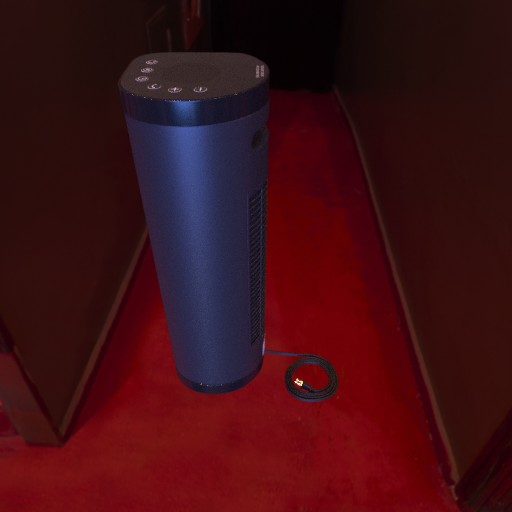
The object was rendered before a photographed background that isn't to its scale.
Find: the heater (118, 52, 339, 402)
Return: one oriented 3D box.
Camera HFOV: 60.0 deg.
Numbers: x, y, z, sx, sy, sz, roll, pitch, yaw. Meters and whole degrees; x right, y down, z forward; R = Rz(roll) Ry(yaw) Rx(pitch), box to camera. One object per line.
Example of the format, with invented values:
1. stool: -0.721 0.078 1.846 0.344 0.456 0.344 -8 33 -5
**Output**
1. heater: 0.000 0.000 0.690 0.312 0.552 0.174 1 41 1
